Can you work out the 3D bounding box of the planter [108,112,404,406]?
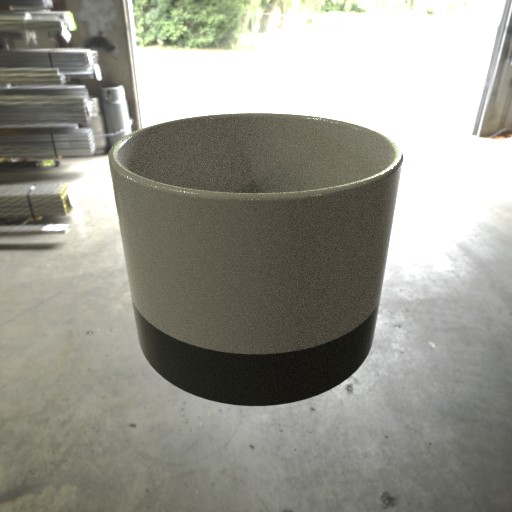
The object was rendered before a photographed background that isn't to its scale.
[{"bbox_3d":[0.000,0.000,0.344,0.193,0.177,0.193,0,30,0],"label":"planter"}]
